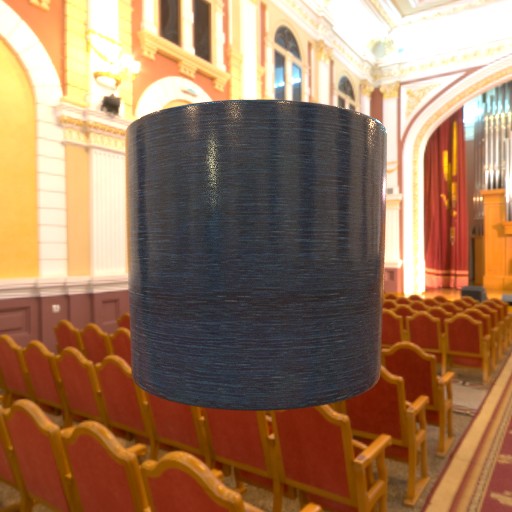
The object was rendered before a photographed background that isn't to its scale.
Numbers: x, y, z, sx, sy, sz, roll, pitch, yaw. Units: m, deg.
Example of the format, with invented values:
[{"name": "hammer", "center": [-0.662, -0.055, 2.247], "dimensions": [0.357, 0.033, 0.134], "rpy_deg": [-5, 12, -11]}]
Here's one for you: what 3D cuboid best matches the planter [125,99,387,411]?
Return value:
[{"name": "planter", "center": [0.000, 0.000, 0.392], "dimensions": [0.221, 0.201, 0.221], "rpy_deg": [0, 1, 0]}]
